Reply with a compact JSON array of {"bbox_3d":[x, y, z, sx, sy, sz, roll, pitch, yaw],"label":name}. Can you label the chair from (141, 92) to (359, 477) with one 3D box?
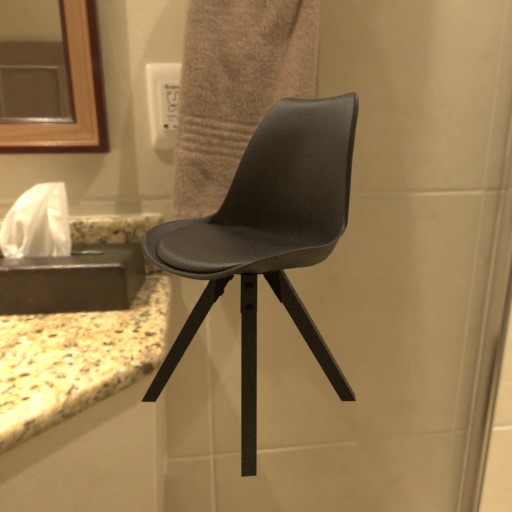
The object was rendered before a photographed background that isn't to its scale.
[{"bbox_3d":[0.000,0.000,1.190,0.485,0.850,0.550,14,20,43],"label":"chair"}]
